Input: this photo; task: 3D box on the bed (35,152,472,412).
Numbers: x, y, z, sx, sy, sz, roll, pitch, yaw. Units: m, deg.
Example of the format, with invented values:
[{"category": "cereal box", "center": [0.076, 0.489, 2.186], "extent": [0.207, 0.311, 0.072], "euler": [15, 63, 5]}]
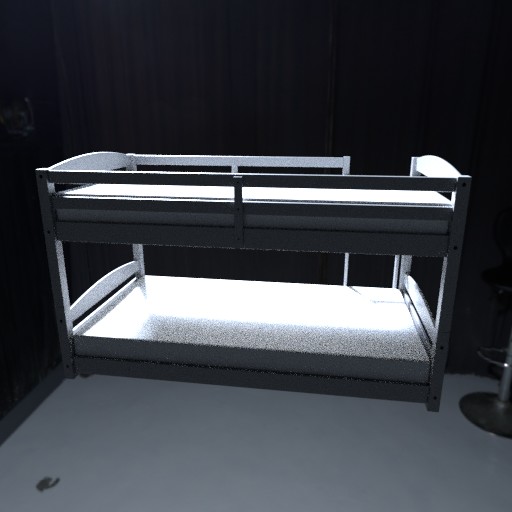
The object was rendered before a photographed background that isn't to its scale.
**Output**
[{"category": "bed", "center": [0.000, 0.000, 2.696], "extent": [2.013, 1.206, 1.105], "euler": [3, 17, 8]}]
